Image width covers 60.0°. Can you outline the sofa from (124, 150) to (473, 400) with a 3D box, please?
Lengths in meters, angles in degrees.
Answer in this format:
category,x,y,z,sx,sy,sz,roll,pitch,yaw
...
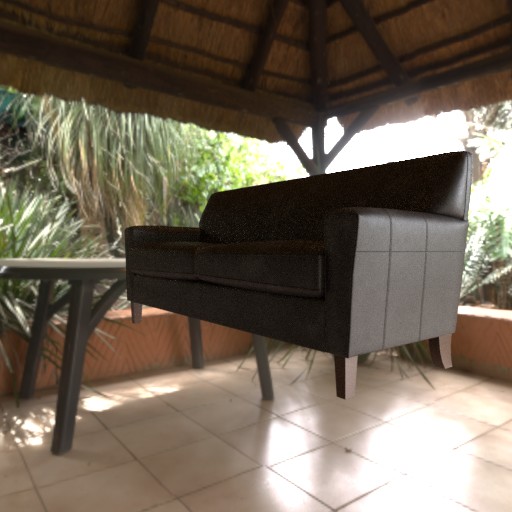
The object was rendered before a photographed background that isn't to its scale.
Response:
category,x,y,z,sx,sy,sz,roll,pitch,yaw
sofa,0.000,0.000,2.482,0.805,0.947,2.053,-1,2,-38
